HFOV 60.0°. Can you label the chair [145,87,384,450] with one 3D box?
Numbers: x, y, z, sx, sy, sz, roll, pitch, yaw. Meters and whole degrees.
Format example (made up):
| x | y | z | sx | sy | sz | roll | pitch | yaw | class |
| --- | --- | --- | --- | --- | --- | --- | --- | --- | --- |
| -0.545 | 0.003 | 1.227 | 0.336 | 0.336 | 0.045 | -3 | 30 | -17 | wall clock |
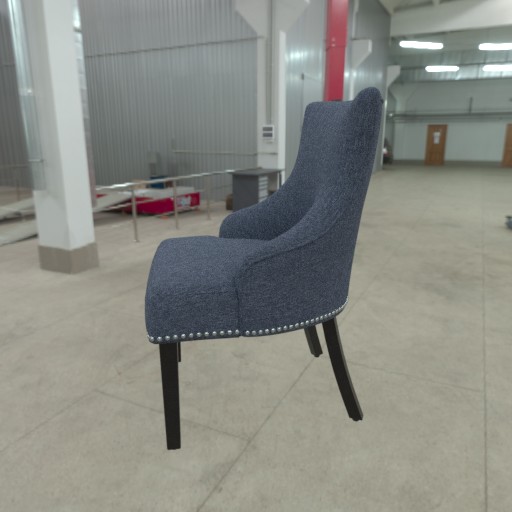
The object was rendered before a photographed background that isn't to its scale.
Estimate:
| x | y | z | sx | sy | sz | roll | pitch | yaw | class |
| --- | --- | --- | --- | --- | --- | --- | --- | --- | --- |
| 0.000 | 0.000 | 1.322 | 0.629 | 0.909 | 0.566 | -2 | 15 | -9 | chair |
